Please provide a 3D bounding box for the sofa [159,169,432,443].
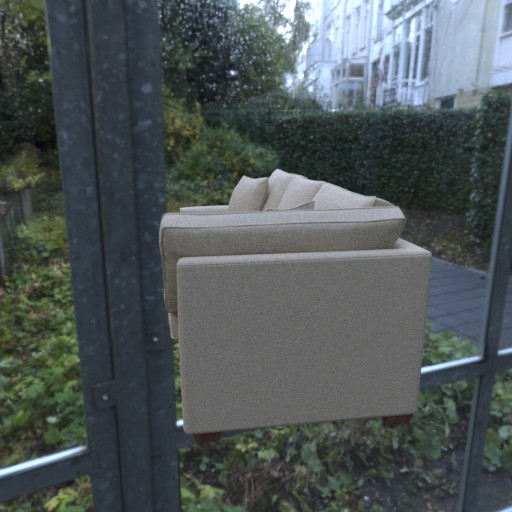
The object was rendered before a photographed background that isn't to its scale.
[{"bbox_3d":[0.000,0.000,2.799,1.061,0.962,2.317,-2,15,-9],"label":"sofa"}]
